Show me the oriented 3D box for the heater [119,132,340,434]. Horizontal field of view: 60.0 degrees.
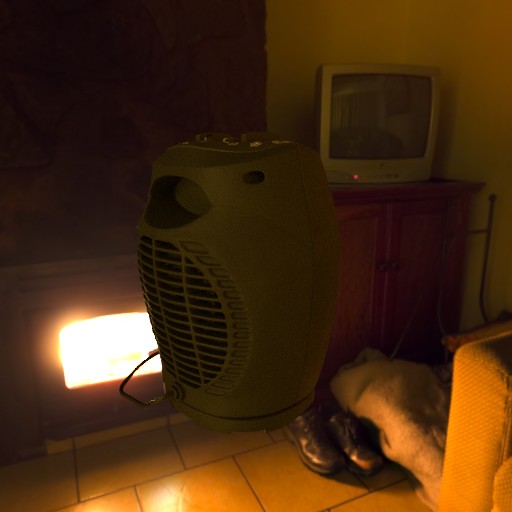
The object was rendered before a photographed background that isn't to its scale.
[{"bbox_3d":[0.000,0.000,0.477,0.291,0.255,0.239,-14,20,-43],"label":"heater"}]
